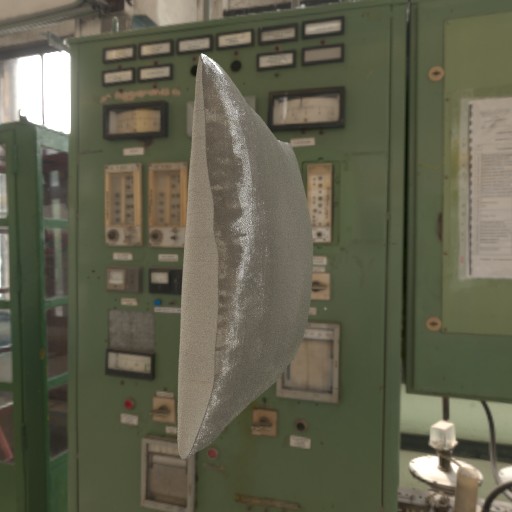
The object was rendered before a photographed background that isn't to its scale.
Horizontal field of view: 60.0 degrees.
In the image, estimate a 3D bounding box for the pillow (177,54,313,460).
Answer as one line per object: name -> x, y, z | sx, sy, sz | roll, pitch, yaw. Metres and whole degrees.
pillow -> 0.000, 0.000, 0.722 | 0.175, 0.464, 0.470 | 1, 2, 17
